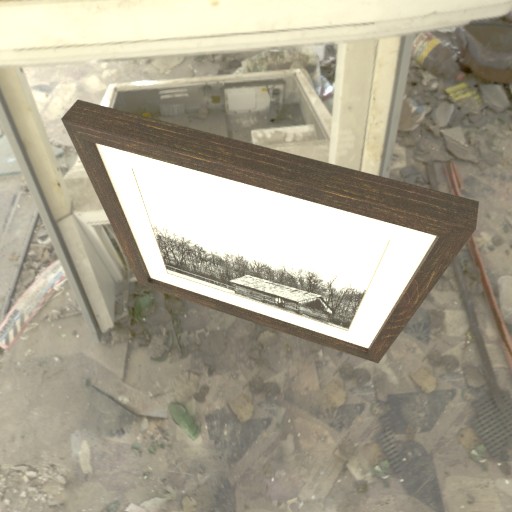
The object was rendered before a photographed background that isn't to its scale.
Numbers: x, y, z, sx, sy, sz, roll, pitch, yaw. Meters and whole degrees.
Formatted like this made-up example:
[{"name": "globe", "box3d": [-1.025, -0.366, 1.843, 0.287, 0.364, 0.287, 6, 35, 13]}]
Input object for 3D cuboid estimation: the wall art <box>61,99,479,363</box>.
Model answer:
[{"name": "wall art", "box3d": [0.000, 0.000, 0.533, 0.381, 0.330, 0.031, 17, 60, 10]}]
